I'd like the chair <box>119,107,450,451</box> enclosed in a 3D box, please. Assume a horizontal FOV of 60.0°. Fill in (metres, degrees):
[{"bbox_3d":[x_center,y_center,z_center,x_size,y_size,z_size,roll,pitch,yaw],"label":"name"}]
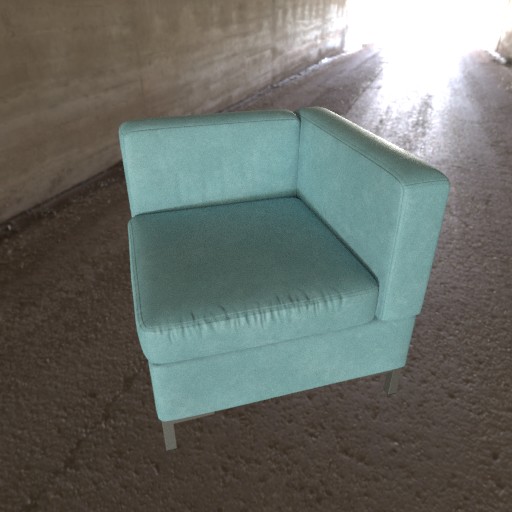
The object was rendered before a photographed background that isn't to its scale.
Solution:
[{"bbox_3d":[0.000,0.000,1.245,0.680,0.660,0.680,-9,32,-14],"label":"chair"}]
